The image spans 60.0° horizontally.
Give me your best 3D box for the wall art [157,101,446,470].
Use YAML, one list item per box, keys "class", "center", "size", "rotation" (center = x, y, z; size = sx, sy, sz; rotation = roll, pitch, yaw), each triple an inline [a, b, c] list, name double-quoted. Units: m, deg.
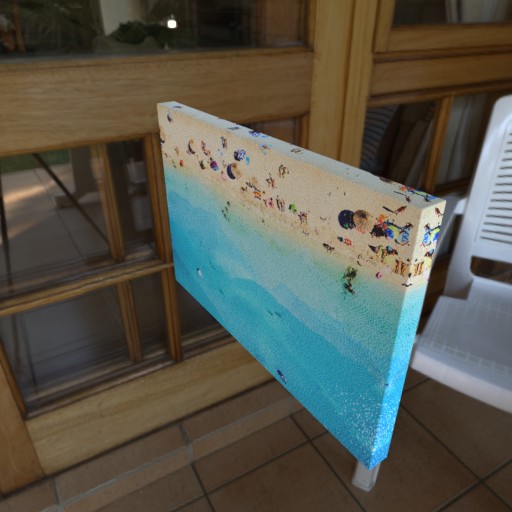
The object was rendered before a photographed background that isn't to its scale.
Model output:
- class: "wall art"
  center: [0.000, 0.000, 1.104]
  size: [0.057, 0.595, 0.894]
  rotation: [-20, 35, -30]
